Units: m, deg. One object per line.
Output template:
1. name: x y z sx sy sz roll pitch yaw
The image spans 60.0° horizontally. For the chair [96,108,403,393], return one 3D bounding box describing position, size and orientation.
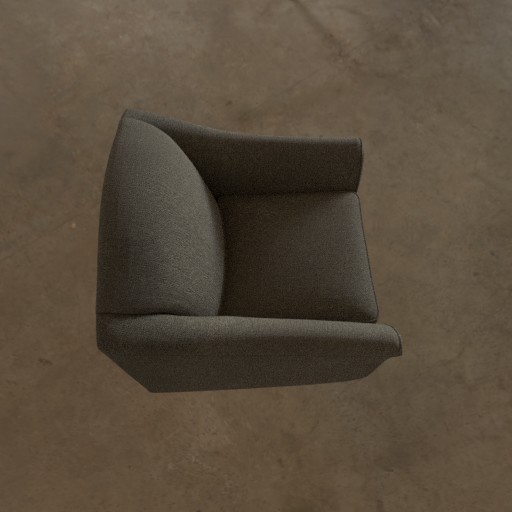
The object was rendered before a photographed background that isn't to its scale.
1. chair: 0.000 0.000 1.461 0.787 0.839 0.763 -2 63 -1
